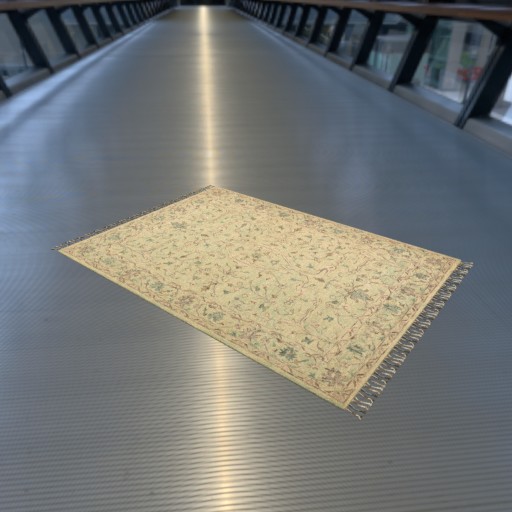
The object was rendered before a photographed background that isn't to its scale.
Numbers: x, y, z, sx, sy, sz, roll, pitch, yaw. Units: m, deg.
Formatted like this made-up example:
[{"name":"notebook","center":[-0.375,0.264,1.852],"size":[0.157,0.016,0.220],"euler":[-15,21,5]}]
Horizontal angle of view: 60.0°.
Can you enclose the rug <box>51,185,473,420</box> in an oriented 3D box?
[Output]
[{"name":"rug","center":[0.000,0.000,2.280],"size":[1.802,0.008,1.247],"euler":[21,36,33]}]
